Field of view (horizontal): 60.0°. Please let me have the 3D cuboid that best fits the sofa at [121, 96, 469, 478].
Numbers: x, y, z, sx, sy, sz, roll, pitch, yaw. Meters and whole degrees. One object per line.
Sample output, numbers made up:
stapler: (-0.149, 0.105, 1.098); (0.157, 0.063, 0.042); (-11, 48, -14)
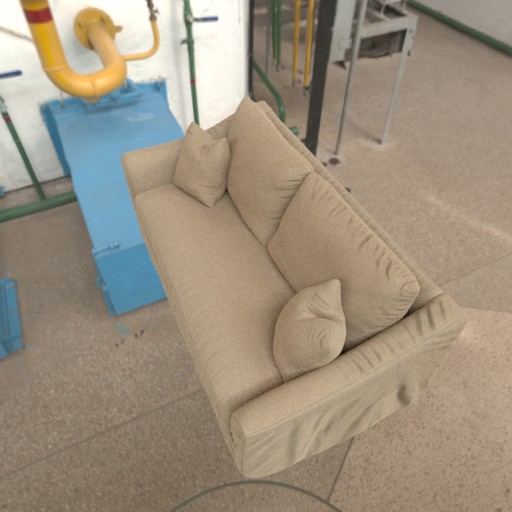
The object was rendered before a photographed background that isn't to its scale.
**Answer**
sofa: (0.000, 0.000, 2.552); (1.072, 1.018, 2.010); (-19, 50, -16)
